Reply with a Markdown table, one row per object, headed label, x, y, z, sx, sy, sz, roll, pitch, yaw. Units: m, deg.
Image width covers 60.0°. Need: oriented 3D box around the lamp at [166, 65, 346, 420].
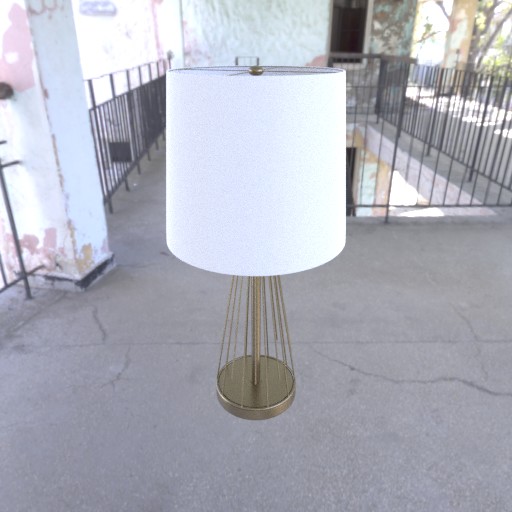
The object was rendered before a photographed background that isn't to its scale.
| label | x | y | z | sx | sy | sz | roll | pitch | yaw |
| --- | --- | --- | --- | --- | --- | --- | --- | --- | --- |
| lamp | 0.000 | 0.000 | 0.781 | 0.303 | 0.618 | 0.303 | 0 | 26 | 0 |
